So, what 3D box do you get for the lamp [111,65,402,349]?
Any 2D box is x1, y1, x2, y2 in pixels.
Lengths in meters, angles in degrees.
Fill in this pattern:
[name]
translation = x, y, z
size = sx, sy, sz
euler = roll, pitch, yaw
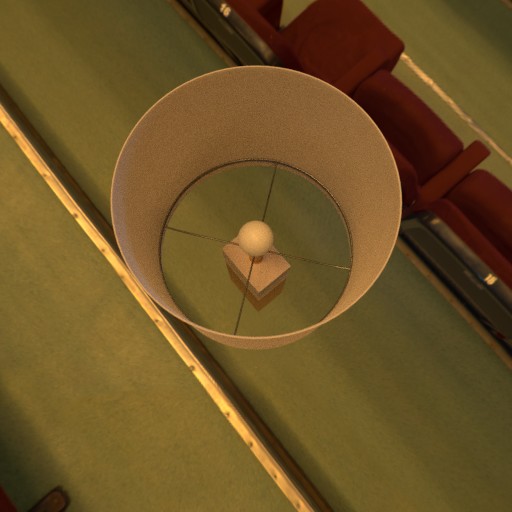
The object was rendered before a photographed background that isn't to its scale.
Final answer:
[lamp]
translation = 0.000, 0.000, 0.550
size = 0.229, 0.417, 0.229
euler = -39, 79, -9
